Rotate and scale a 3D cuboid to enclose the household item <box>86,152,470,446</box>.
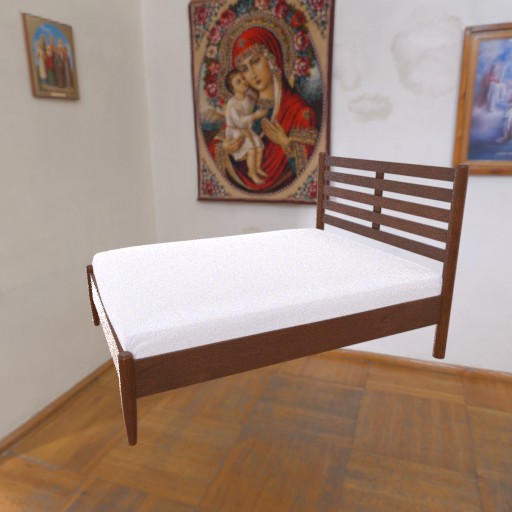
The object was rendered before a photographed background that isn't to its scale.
[{"bbox_3d":[0.000,0.000,3.235,2.232,1.356,1.663,-8,18,-24],"label":"household item"}]
